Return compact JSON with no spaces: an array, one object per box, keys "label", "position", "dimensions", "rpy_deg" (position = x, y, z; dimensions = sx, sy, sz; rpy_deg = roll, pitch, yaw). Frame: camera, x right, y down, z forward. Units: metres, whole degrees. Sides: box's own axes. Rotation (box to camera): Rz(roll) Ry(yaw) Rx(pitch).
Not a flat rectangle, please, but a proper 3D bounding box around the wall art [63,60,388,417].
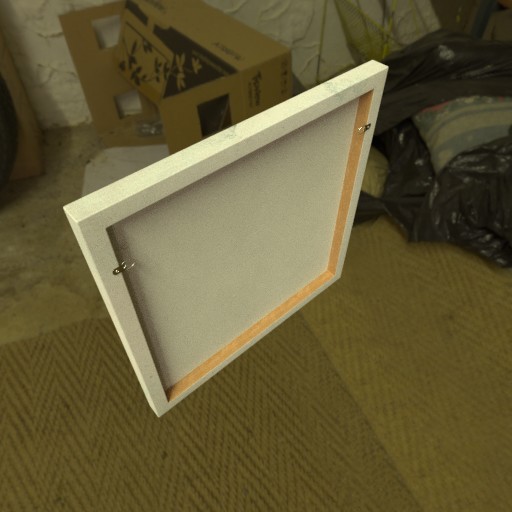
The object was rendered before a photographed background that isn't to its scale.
[{"label":"wall art","position":[0.000,0.000,0.908],"dimensions":[0.612,0.612,0.040],"rpy_deg":[-33,56,-26]}]
